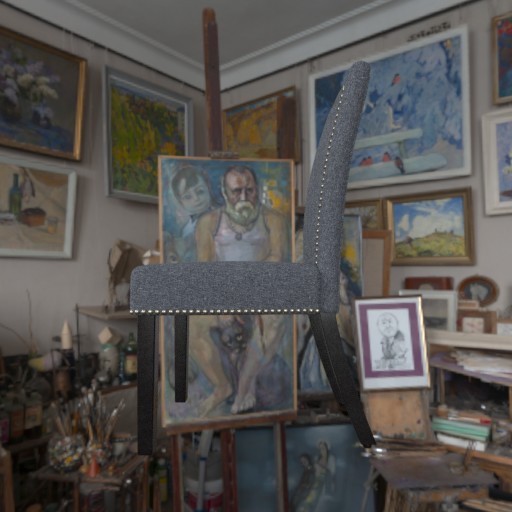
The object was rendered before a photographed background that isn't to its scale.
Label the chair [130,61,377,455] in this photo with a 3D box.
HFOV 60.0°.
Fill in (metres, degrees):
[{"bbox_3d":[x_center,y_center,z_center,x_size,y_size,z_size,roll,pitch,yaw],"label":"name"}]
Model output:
[{"bbox_3d":[0.000,0.000,1.277,0.589,0.946,0.518,0,-2,1],"label":"chair"}]
